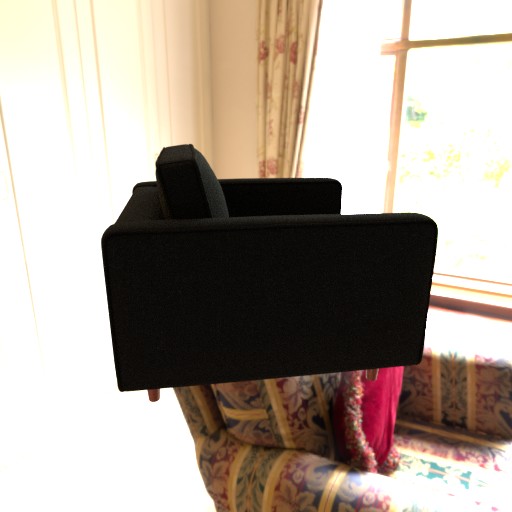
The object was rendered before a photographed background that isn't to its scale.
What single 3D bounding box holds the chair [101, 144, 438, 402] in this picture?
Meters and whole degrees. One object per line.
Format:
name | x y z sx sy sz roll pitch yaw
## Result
chair | 0.000 0.000 1.613 0.920 0.770 0.899 -3 18 -9
